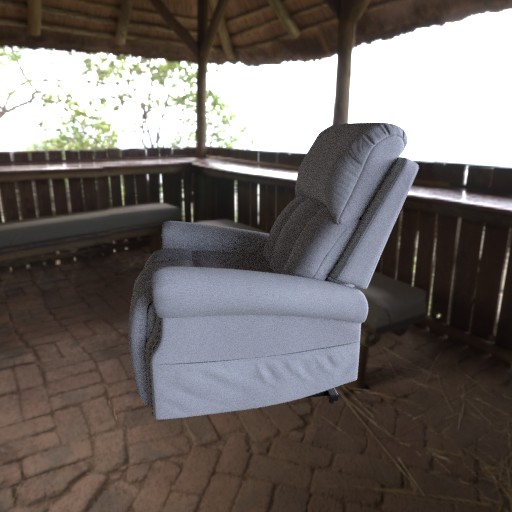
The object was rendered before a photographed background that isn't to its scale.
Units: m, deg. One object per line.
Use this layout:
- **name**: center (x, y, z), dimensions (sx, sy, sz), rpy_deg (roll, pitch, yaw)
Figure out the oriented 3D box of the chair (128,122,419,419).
- **chair**: center (0.000, 0.000, 1.788), dimensions (0.979, 1.031, 0.871), rpy_deg (-3, 16, -9)
